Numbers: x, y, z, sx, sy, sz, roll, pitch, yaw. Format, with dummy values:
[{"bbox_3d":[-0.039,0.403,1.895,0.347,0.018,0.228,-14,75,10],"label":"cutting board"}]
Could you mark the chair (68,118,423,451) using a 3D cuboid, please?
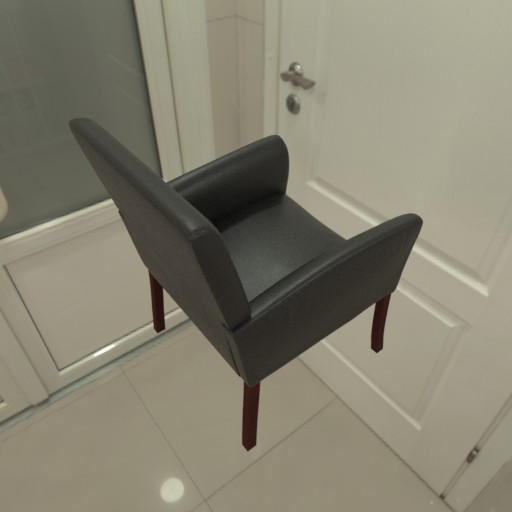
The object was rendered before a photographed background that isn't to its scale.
[{"bbox_3d":[0.000,0.000,1.460,0.772,0.951,0.683,-27,48,-27],"label":"chair"}]
